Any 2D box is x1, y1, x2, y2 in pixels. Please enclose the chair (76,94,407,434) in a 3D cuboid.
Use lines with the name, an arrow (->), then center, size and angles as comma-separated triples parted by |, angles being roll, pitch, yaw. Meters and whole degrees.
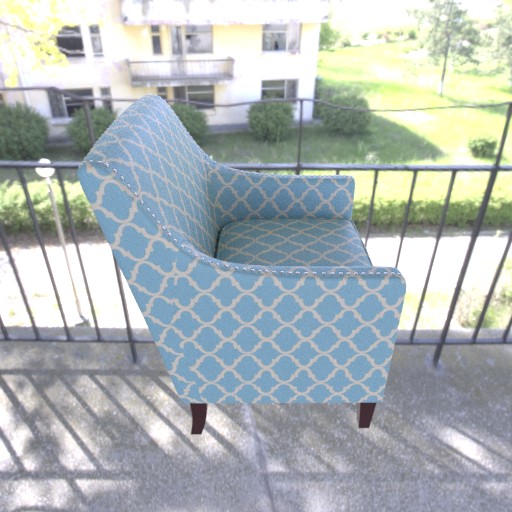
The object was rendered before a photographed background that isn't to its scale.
chair -> 0.000, 0.000, 1.296 | 0.686, 0.817, 0.617 | 0, 32, 0
